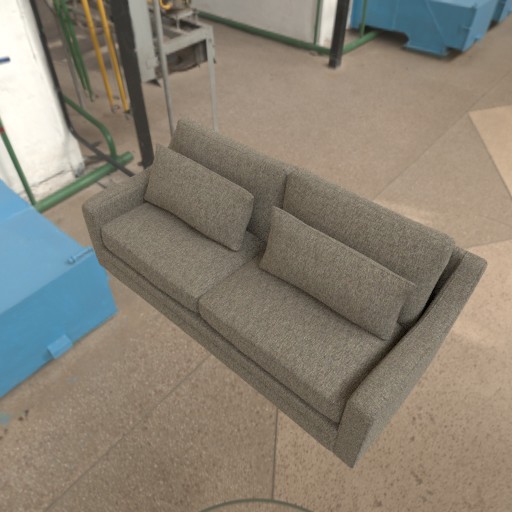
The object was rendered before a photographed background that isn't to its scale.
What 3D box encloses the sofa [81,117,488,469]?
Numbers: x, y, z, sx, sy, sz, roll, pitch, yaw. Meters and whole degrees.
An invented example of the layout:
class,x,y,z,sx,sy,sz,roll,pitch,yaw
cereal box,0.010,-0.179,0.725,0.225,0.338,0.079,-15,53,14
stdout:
class,x,y,z,sx,sy,sz,roll,pitch,yaw
sofa,0.000,0.000,2.900,2.418,0.998,1.103,32,54,27
